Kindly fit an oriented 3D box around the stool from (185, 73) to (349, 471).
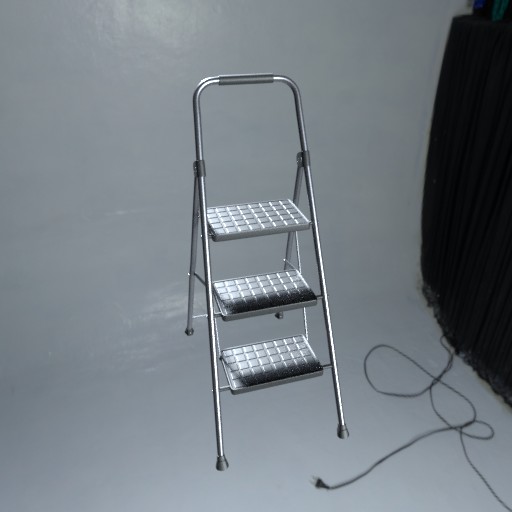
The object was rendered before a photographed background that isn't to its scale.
[{"bbox_3d":[0.000,0.000,1.500,0.473,1.121,0.733,-8,31,-14],"label":"stool"}]
